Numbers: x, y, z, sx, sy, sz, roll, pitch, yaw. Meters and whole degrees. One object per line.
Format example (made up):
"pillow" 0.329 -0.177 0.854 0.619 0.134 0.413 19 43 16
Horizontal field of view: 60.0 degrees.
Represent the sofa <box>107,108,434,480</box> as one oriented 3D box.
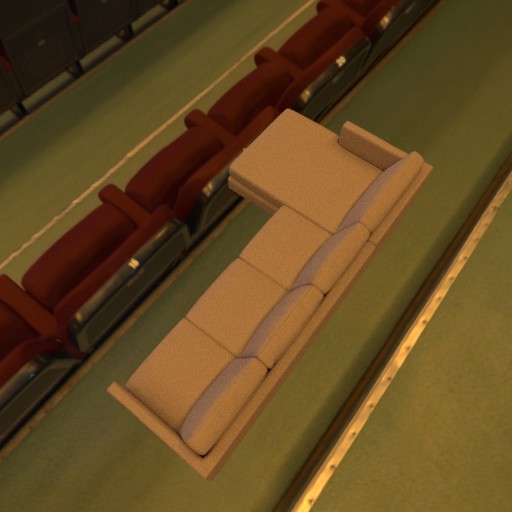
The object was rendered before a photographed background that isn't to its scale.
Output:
"sofa" 0.000 0.000 3.863 1.625 0.846 3.186 35 68 16
